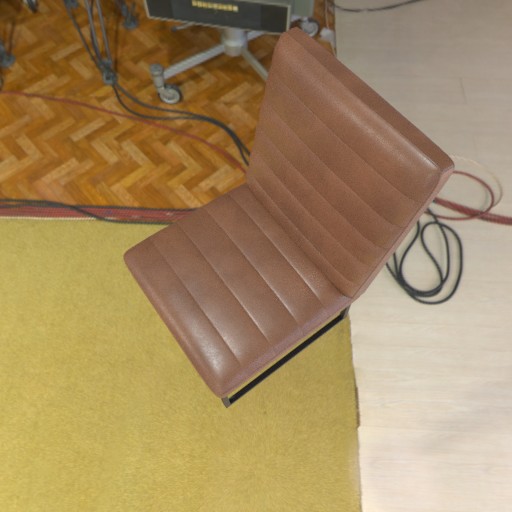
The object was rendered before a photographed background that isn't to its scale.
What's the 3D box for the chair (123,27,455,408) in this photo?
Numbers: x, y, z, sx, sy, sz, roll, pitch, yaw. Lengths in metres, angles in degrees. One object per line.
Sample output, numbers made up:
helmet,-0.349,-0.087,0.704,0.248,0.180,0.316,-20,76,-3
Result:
chair,0.000,0.000,1.279,0.634,0.930,0.520,-34,69,-15
